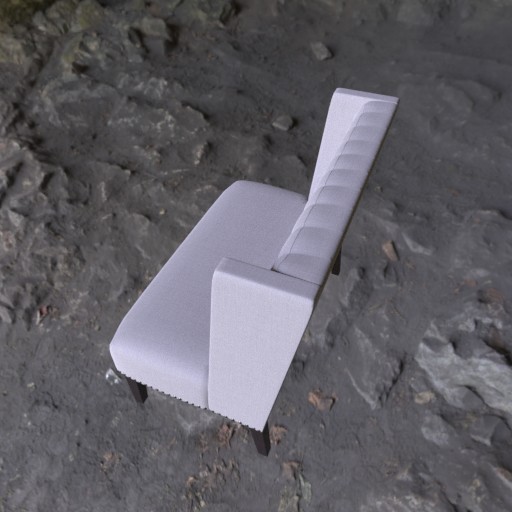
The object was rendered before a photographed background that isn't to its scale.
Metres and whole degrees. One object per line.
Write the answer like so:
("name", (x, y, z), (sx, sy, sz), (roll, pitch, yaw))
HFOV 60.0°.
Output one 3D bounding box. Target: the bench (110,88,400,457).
("bench", (0.000, 0.000, 2.024), (0.847, 1.123, 1.280), (16, 47, 16))
